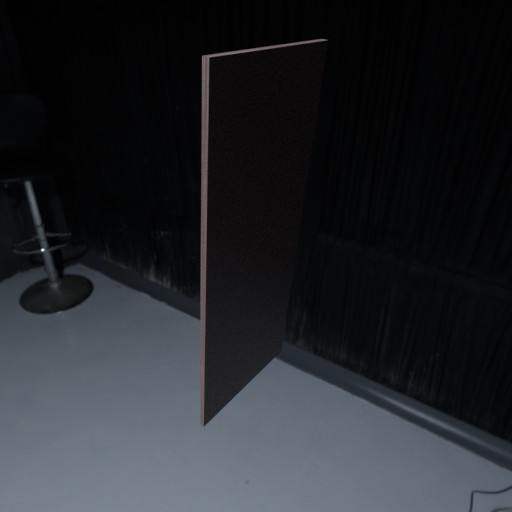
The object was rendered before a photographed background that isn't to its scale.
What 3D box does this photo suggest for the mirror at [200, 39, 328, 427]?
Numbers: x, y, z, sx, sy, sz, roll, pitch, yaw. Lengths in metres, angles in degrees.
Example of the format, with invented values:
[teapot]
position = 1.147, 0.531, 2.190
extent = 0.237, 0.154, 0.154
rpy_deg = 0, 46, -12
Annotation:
[mirror]
position = 0.000, 0.000, 2.339
extent = 0.221, 2.020, 0.812
rpy_deg = 21, 37, 31
